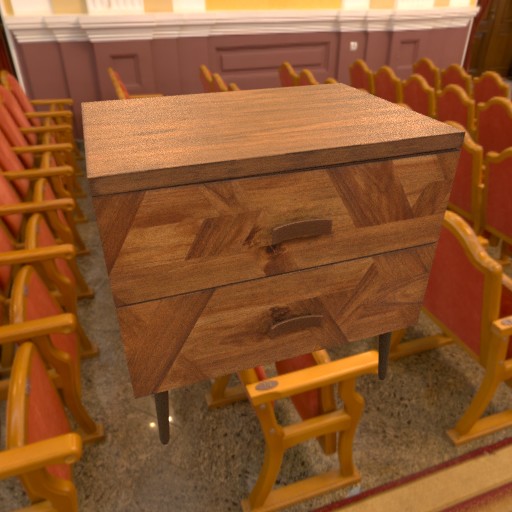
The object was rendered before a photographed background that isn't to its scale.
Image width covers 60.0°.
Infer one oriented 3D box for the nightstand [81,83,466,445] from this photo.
[{"bbox_3d":[0.000,0.000,0.987,0.610,0.610,0.458,-11,34,-16],"label":"nightstand"}]
